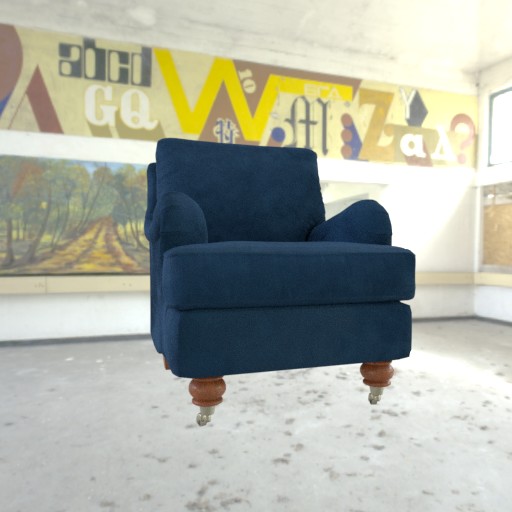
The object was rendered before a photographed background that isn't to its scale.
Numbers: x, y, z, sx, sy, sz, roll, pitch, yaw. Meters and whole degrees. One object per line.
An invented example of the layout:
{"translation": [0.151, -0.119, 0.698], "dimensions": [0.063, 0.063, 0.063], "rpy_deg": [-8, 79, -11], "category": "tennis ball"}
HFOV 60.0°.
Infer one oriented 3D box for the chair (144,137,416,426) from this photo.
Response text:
{"translation": [0.000, 0.000, 1.900], "dimensions": [0.895, 1.076, 1.078], "rpy_deg": [0, 1, -18], "category": "chair"}
